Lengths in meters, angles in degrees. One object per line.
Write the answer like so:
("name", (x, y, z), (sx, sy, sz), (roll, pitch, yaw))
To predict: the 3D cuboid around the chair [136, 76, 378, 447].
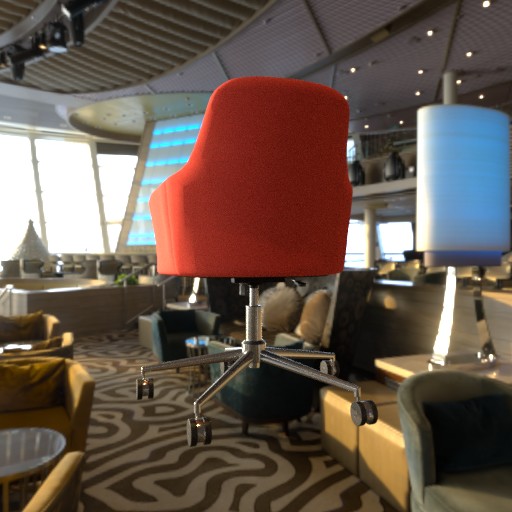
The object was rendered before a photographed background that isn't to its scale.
("chair", (0.000, 0.000, 1.278), (0.655, 0.820, 0.600), (0, 0, -19))
